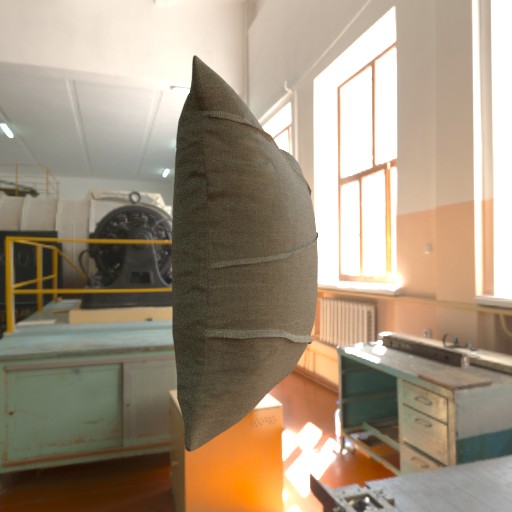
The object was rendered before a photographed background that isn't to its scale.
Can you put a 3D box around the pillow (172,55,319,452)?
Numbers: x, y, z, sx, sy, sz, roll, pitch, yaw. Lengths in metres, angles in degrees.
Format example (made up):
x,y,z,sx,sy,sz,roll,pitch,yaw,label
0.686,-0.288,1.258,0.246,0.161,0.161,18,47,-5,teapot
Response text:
x,y,z,sx,sy,sz,roll,pitch,yaw,label
0.000,0.000,0.635,0.169,0.400,0.424,0,-1,17,pillow
